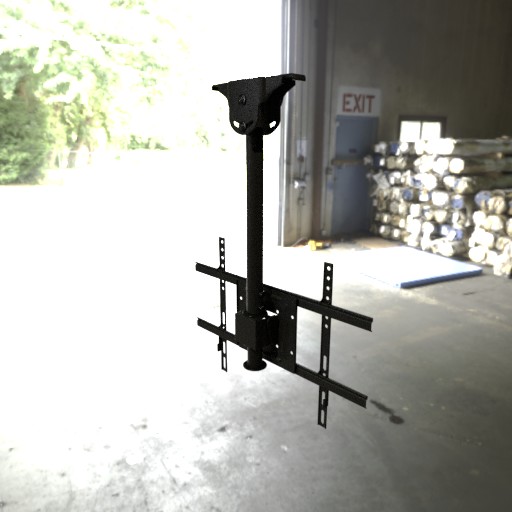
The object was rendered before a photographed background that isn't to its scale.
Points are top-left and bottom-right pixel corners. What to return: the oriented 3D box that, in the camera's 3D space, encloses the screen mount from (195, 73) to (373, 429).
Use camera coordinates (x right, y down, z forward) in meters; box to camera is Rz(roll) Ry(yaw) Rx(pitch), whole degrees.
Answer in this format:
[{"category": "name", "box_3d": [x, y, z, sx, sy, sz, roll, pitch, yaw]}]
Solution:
[{"category": "screen mount", "box_3d": [0.000, 0.000, 1.044, 0.090, 0.775, 0.595, -13, 19, -42]}]
